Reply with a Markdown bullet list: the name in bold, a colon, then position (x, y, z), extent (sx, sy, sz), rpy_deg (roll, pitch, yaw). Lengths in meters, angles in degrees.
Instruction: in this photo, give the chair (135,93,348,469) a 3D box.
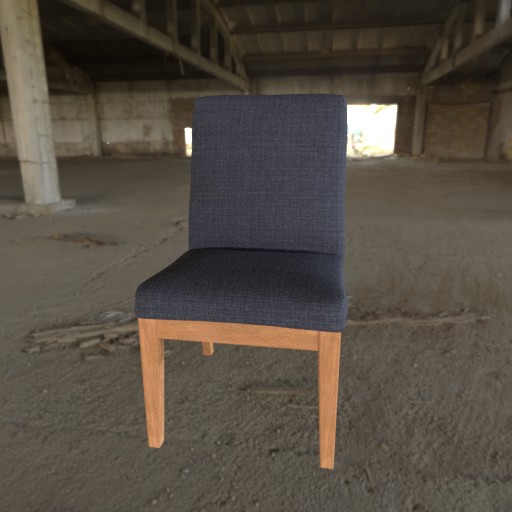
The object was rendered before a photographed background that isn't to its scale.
- **chair**: position (0.000, 0.000, 1.263), extent (0.507, 0.911, 0.586), rpy_deg (3, 16, 9)
